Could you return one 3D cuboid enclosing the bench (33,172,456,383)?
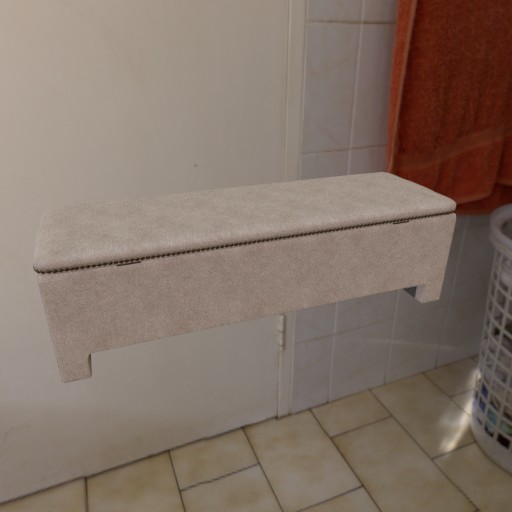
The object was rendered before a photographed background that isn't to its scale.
[{"bbox_3d":[0.000,0.000,1.716,1.482,0.447,0.470,-9,27,-18],"label":"bench"}]
